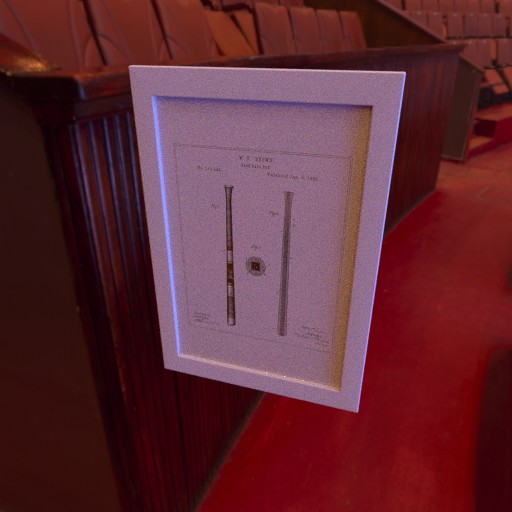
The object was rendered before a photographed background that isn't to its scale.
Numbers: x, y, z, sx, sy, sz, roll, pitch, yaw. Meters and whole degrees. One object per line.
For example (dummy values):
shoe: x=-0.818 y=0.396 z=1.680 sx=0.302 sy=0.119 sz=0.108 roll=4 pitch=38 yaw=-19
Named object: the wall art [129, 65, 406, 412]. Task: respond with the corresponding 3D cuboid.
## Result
wall art: x=0.000 y=0.000 z=0.617 sx=0.329 sy=0.482 sz=0.011 roll=8 pitch=28 yaw=16
